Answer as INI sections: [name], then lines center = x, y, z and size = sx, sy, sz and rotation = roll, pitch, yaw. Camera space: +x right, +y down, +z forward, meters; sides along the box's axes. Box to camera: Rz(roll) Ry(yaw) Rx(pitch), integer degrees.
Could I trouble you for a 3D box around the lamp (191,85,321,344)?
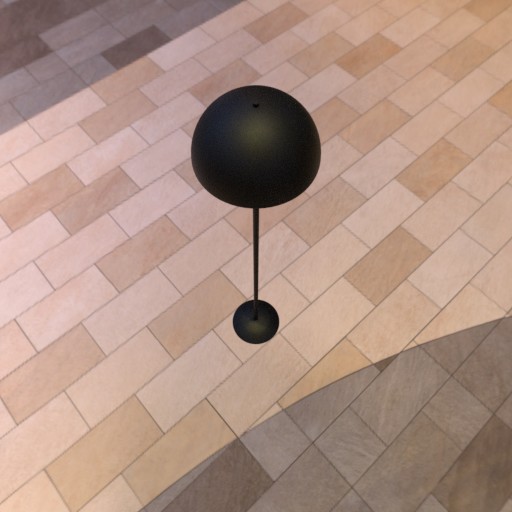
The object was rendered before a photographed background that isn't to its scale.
[lamp]
center = 0.000, 0.000, 1.630
size = 0.328, 1.480, 0.328
rotation = 2, 63, 1
